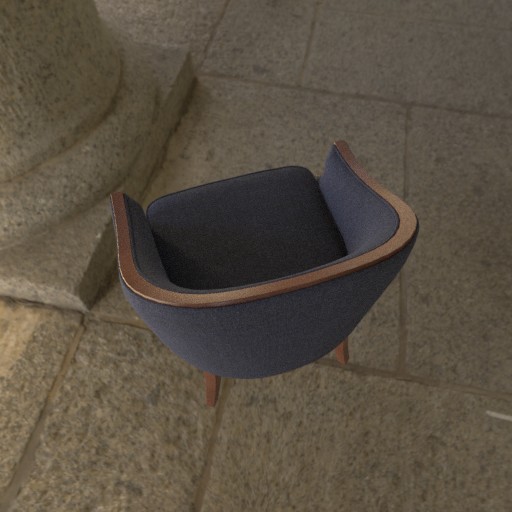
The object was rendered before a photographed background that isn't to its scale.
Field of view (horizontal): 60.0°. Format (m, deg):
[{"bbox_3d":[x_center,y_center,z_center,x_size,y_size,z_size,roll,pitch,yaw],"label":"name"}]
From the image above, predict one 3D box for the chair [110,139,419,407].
[{"bbox_3d":[0.000,0.000,1.428,0.803,0.876,0.735,-15,59,-9],"label":"chair"}]
